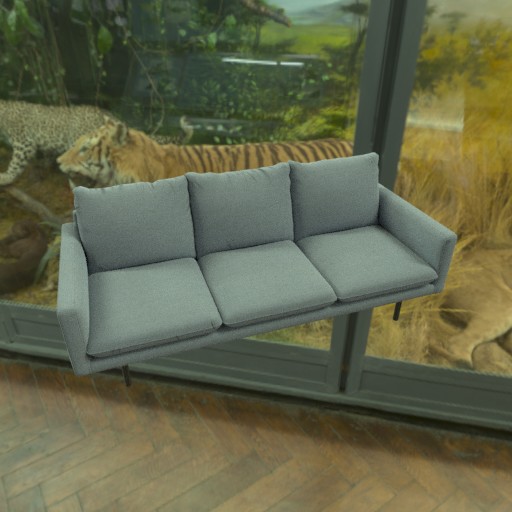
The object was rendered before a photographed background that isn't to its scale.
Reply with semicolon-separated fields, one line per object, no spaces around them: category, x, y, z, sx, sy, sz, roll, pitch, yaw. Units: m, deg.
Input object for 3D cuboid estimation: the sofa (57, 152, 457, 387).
sofa;0.000;0.000;2.472;2.000;0.830;0.850;-10;33;-16
